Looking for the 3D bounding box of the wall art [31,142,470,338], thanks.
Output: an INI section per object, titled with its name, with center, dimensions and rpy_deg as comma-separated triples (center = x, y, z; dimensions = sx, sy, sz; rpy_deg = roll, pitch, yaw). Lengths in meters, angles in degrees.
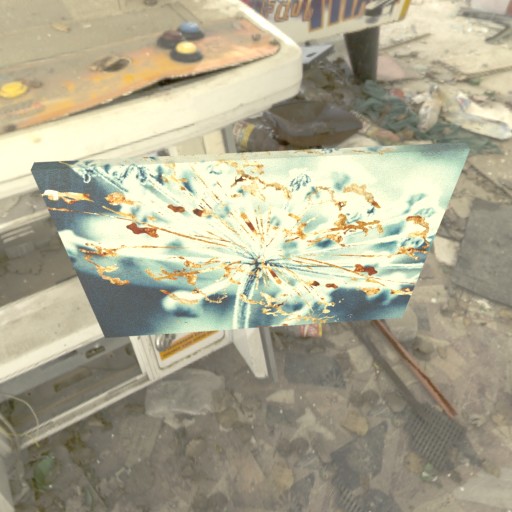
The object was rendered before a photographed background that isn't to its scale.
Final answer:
[wall art]
center = 0.000, 0.000, 1.431
dimensions = 1.138, 0.759, 0.035
rpy_deg = -3, 47, -3
